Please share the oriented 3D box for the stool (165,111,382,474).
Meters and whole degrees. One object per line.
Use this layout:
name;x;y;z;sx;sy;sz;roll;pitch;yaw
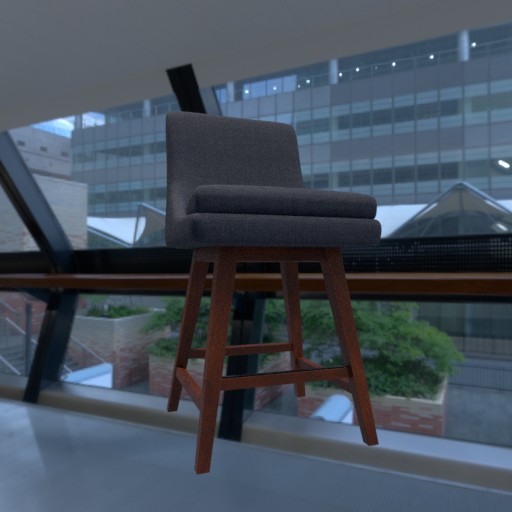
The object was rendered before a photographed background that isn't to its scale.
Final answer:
stool;0.000;0.000;1.204;0.467;0.895;0.524;0;-1;-20
